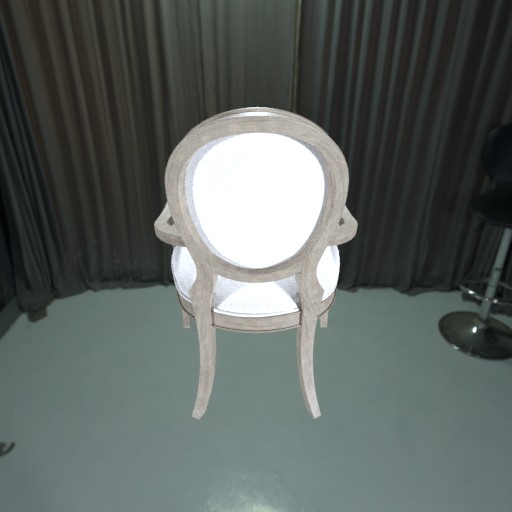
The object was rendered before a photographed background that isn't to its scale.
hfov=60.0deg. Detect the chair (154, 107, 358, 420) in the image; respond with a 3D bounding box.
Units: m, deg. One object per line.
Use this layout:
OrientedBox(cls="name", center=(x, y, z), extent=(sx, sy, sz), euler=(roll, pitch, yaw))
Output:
OrientedBox(cls="chair", center=(0.000, 0.000, 1.394), extent=(0.611, 0.991, 0.602), euler=(0, 28, -1))
